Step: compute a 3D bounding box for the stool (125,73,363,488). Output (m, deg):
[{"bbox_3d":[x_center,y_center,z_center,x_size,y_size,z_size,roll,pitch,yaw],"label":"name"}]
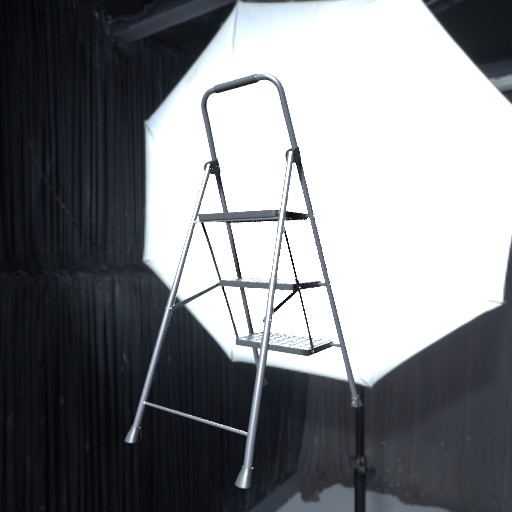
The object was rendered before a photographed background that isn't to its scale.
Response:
[{"bbox_3d":[0.000,0.000,1.499,0.473,1.121,0.733,1,1,36],"label":"stool"}]
